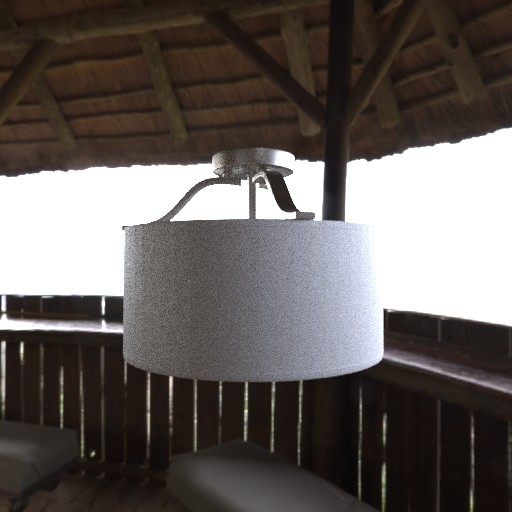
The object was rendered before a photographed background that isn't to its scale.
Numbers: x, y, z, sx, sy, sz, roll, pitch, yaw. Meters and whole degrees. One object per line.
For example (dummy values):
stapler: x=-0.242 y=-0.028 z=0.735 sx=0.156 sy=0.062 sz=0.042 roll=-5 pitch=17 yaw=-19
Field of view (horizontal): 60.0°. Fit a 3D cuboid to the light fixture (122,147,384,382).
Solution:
light fixture: x=0.000 y=0.000 z=0.686 sx=0.395 sy=0.304 sz=0.395 roll=0 pitch=-1 yaw=0
